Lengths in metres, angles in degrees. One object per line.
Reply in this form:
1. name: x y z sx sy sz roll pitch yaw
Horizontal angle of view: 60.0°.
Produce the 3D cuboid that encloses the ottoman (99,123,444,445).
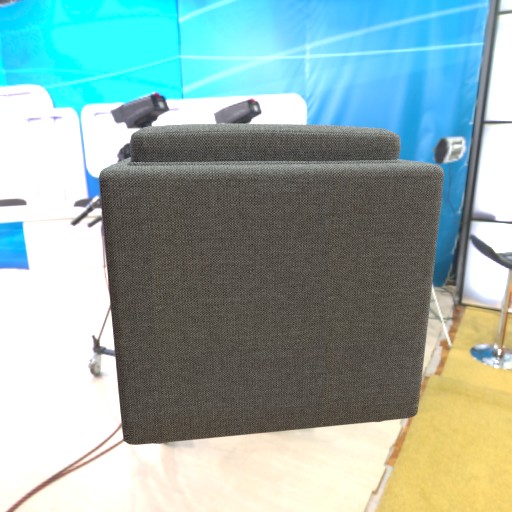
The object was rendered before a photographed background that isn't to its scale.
1. ottoman: 0.000 0.000 0.809 0.450 0.460 0.450 -2 16 -8
